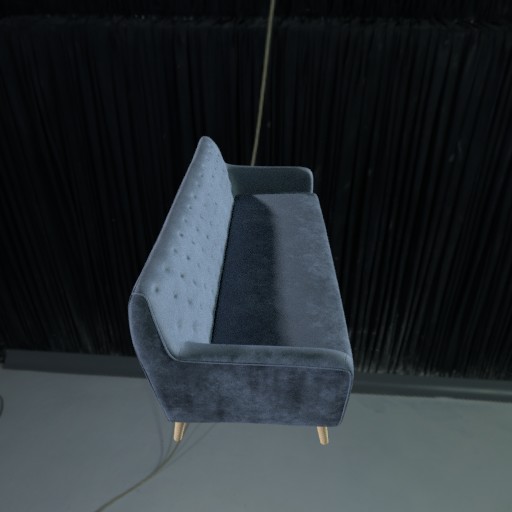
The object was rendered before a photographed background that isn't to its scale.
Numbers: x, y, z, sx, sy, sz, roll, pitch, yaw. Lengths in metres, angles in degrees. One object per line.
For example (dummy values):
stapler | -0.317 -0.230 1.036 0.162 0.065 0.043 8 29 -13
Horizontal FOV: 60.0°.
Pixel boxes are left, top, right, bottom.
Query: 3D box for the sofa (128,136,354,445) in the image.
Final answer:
sofa | 0.000 0.000 2.478 0.841 0.832 1.975 1 32 1
